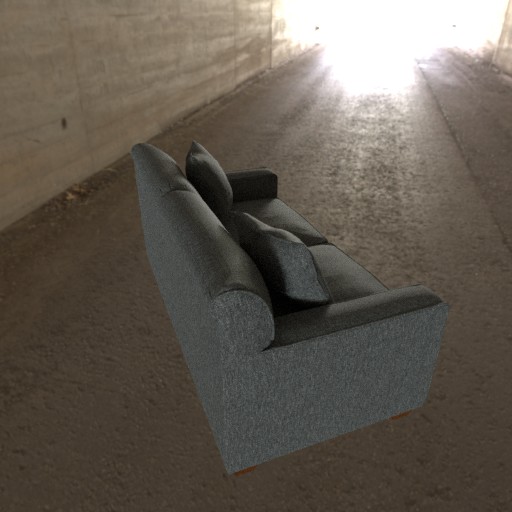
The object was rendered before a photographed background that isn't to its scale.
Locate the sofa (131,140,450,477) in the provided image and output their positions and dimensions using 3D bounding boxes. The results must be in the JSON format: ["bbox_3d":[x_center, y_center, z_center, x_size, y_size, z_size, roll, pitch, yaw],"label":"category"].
[{"bbox_3d":[0.000,0.000,2.404,0.998,0.958,1.846,-11,31,-19],"label":"sofa"}]
